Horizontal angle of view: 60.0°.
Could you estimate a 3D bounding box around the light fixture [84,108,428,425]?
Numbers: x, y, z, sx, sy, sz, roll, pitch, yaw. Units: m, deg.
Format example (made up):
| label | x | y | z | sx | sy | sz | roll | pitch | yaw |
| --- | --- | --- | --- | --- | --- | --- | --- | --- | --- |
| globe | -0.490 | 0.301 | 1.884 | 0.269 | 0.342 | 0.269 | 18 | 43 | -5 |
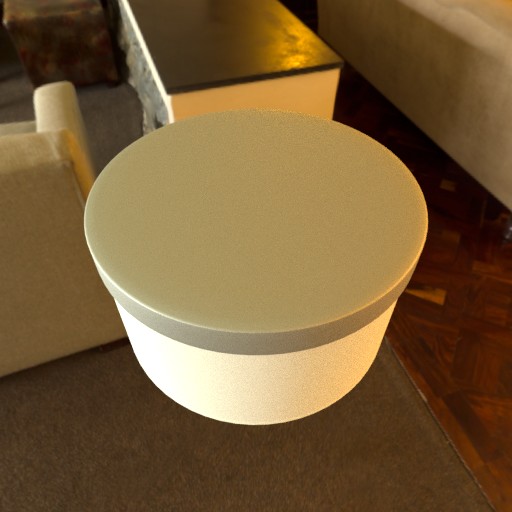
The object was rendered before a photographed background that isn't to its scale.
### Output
| label | x | y | z | sx | sy | sz | roll | pitch | yaw |
| --- | --- | --- | --- | --- | --- | --- | --- | --- | --- |
| light fixture | 0.000 | 0.000 | 0.605 | 0.393 | 0.229 | 0.393 | 0 | 47 | 0 |
